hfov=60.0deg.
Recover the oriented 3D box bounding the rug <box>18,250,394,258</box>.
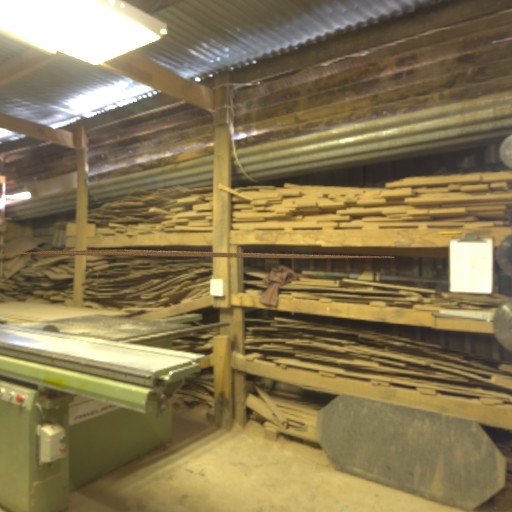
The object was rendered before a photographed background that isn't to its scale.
[{"bbox_3d":[0.000,0.000,2.691,0.799,0.010,2.444,-1,-1,38],"label":"rug"}]
